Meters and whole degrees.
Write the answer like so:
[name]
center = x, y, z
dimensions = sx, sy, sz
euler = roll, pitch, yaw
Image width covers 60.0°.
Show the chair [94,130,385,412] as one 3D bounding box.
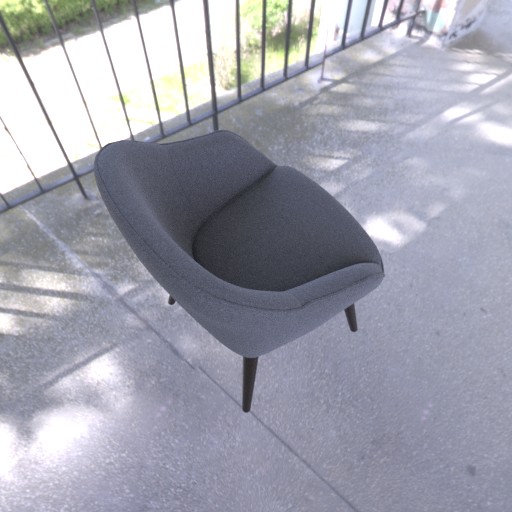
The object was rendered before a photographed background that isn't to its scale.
[chair]
center = 0.000, 0.000, 1.215
dimensions = 0.611, 0.810, 0.589
euler = -32, 63, -19
